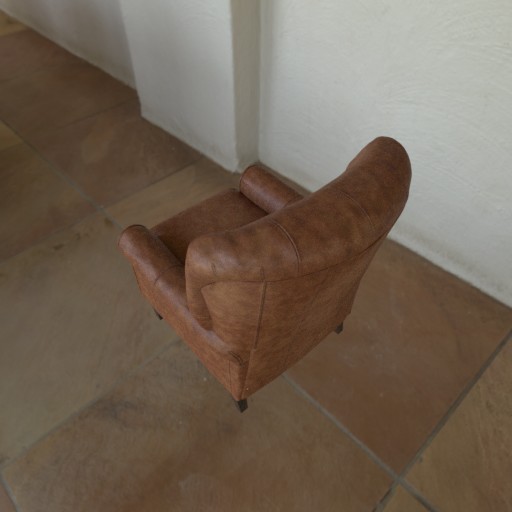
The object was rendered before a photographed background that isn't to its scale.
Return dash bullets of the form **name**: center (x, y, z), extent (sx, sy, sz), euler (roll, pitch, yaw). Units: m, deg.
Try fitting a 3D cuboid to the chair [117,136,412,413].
- **chair**: center (0.000, 0.000, 1.950), extent (0.951, 1.164, 1.059), euler (-32, 54, -27)
